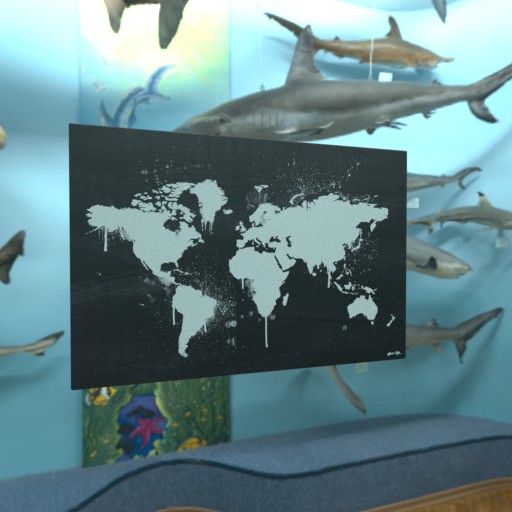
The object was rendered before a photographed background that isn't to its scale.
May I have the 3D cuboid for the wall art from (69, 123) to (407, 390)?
[{"bbox_3d":[0.000,0.000,0.788,0.610,0.409,0.038,0,1,-19],"label":"wall art"}]
